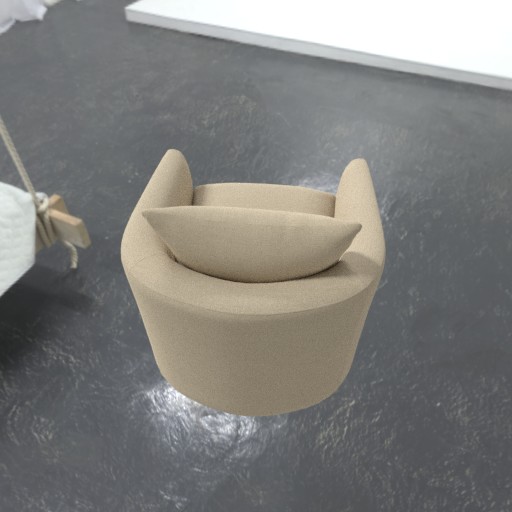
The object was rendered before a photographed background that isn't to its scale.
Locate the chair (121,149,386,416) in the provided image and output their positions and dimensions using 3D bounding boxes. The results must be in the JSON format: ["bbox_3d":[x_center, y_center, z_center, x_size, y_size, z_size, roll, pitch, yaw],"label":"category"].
[{"bbox_3d":[0.000,0.000,1.633,0.845,0.848,0.910,4,47,4],"label":"chair"}]
